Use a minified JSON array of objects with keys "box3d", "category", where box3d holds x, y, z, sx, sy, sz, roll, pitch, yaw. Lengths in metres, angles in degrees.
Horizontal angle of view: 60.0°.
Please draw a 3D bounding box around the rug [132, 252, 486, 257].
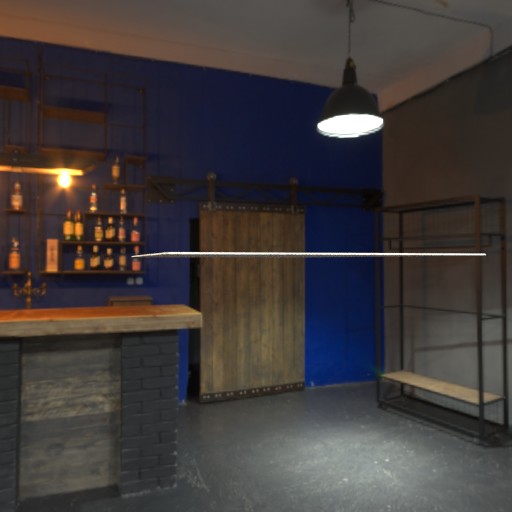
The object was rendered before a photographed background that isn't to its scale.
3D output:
[{"box3d":[0.000,0.000,3.045,1.529,0.009,2.446,0,0,-19],"category":"rug"}]
